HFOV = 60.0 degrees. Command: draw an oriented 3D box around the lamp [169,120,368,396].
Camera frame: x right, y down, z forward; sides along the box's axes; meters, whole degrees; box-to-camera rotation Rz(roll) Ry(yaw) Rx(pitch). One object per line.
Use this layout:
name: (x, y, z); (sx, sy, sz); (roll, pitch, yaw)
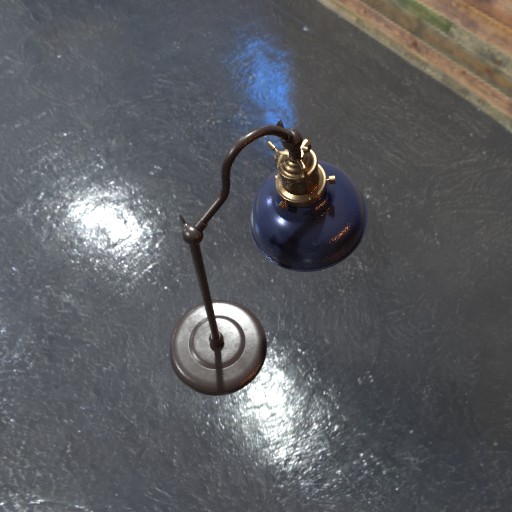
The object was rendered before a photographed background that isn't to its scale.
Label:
lamp: (0.000, 0.000, 0.680); (0.374, 0.508, 0.192); (-31, 64, -17)
